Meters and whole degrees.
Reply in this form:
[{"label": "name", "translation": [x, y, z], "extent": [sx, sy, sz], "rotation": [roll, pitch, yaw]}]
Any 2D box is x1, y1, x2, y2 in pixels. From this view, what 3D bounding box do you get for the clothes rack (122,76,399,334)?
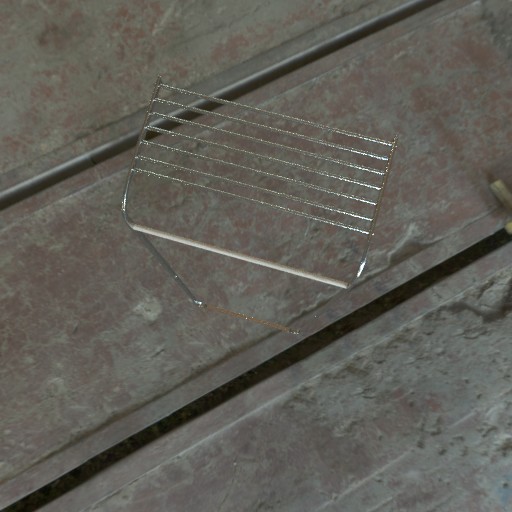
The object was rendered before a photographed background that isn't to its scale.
[{"label": "clothes rack", "translation": [0.000, 0.000, 1.786], "extent": [0.609, 1.574, 0.349], "rotation": [15, 76, 4]}]
